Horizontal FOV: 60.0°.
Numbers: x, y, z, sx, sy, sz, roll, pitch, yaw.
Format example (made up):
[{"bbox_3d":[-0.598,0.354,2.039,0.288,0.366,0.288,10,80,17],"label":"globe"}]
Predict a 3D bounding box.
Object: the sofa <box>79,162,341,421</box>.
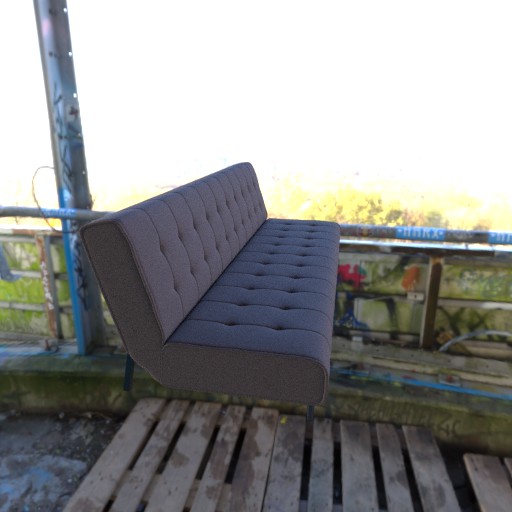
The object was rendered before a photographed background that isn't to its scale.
[{"bbox_3d":[0.000,0.000,2.046,0.747,0.699,1.703,3,18,11],"label":"sofa"}]
